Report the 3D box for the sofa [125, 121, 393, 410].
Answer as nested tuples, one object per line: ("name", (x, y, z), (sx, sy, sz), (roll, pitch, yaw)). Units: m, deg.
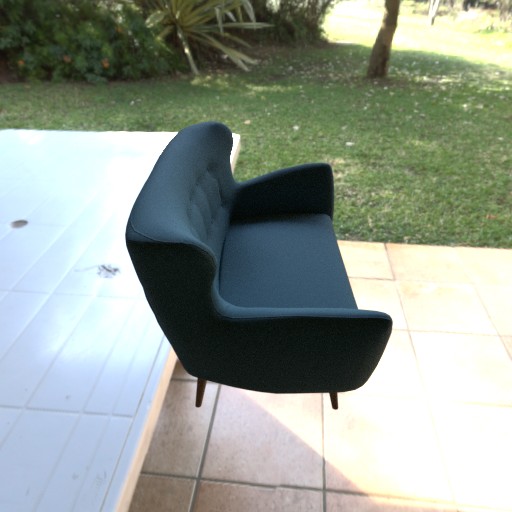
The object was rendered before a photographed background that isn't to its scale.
("sofa", (0.000, 0.000, 2.031), (0.889, 0.889, 1.397), (0, 32, 0))
